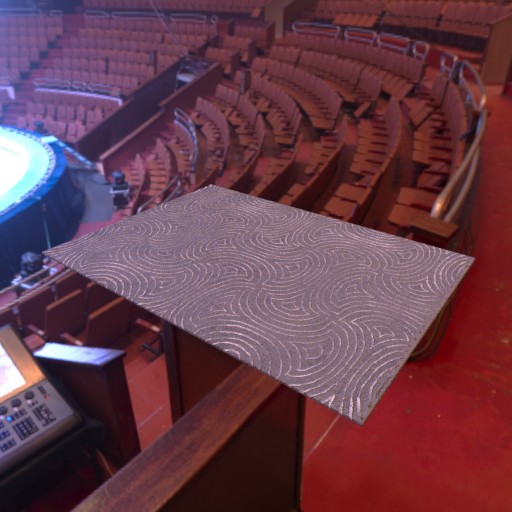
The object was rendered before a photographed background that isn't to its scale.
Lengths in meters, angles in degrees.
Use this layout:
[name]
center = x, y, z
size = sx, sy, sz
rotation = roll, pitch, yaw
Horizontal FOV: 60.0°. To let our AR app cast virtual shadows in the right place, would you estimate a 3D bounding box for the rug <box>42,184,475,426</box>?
[rug]
center = 0.000, 0.000, 2.697
size = 2.144, 0.015, 1.543
rotation = 20, 35, 32
